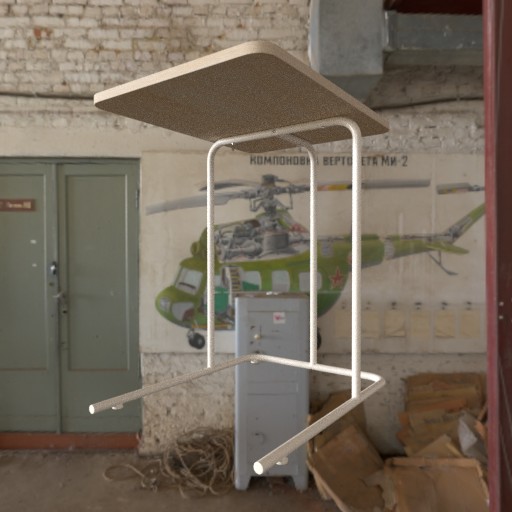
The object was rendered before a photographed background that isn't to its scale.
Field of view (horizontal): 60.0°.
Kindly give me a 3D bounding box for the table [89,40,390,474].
[{"bbox_3d":[0.000,0.000,0.851,0.370,0.550,0.480,1,1,36],"label":"table"}]
